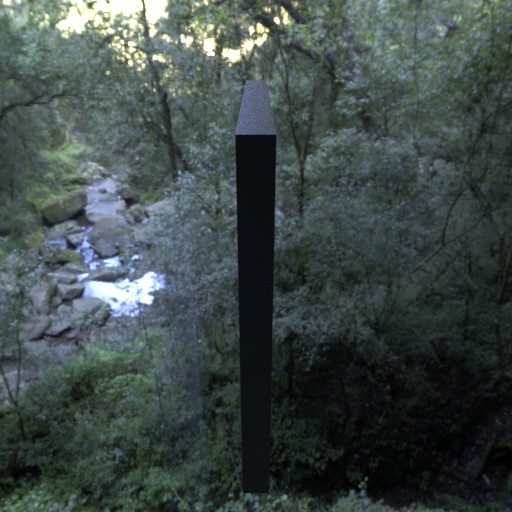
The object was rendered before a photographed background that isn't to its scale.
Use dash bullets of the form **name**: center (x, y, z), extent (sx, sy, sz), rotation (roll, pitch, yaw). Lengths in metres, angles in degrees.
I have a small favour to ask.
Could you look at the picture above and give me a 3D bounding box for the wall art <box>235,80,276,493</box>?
- **wall art**: center (0.000, 0.000, 0.750), extent (0.038, 0.508, 0.508), rotation (0, 27, 0)
